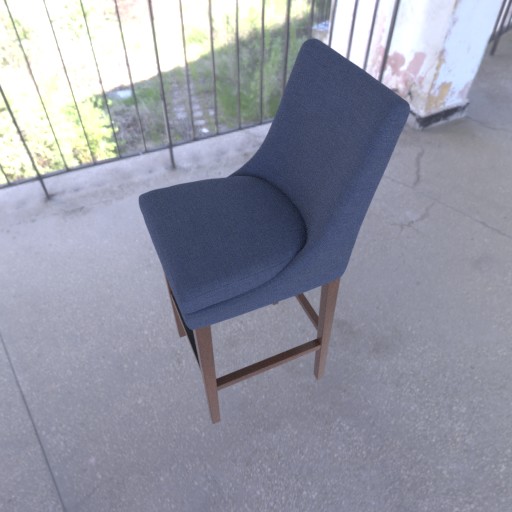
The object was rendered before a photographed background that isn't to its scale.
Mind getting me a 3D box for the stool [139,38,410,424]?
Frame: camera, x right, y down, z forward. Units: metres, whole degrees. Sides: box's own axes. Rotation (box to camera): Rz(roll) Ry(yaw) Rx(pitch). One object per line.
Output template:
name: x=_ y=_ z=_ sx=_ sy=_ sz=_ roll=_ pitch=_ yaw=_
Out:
stool: x=0.000 y=0.000 z=1.359 sx=0.577 sy=1.078 sz=0.470 roll=-18 pitch=48 yaw=-16
